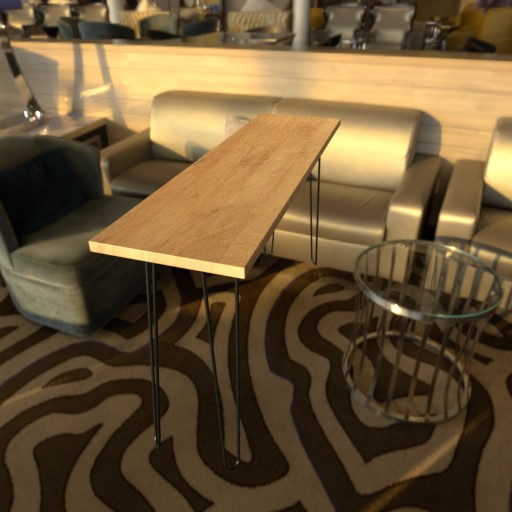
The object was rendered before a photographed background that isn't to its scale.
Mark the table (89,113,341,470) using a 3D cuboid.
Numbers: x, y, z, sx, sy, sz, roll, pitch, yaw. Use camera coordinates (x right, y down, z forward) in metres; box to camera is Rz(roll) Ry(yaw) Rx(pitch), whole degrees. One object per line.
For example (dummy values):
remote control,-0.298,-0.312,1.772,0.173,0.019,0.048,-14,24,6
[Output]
table,0.000,0.000,1.792,0.399,0.799,1.400,9,32,15
